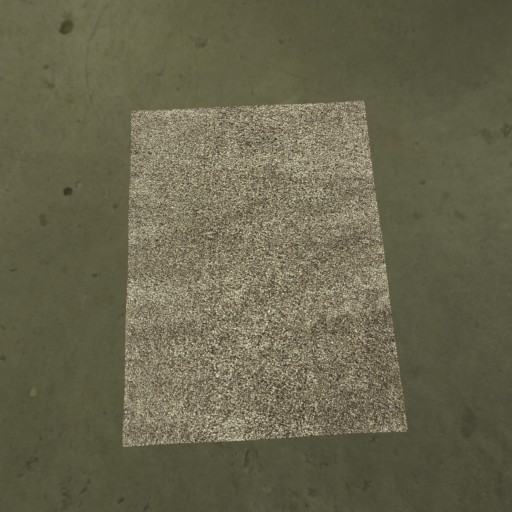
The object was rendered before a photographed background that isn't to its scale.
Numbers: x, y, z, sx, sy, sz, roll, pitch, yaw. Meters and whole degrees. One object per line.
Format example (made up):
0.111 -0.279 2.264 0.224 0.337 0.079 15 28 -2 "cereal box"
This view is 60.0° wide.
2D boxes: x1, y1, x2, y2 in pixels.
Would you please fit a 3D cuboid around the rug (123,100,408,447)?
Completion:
0.000 0.000 2.077 1.198 0.025 1.601 -3 75 -1 "rug"
